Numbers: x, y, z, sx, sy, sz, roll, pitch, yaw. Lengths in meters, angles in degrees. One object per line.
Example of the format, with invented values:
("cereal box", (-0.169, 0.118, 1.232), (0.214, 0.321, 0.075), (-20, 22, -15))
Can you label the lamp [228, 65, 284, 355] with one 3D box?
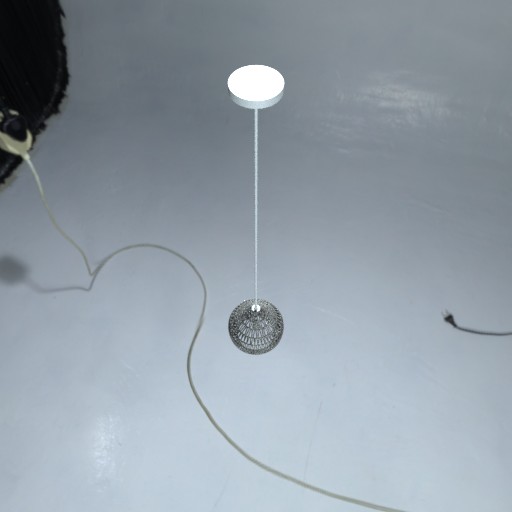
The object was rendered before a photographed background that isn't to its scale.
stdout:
("lamp", (0.000, 0.000, 2.123), (0.355, 1.919, 0.355), (14, 59, 9))
